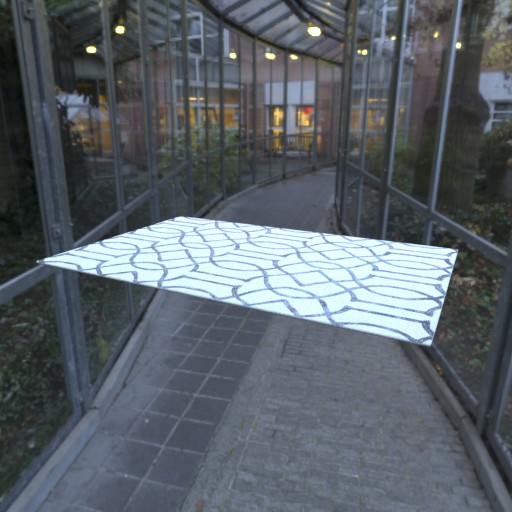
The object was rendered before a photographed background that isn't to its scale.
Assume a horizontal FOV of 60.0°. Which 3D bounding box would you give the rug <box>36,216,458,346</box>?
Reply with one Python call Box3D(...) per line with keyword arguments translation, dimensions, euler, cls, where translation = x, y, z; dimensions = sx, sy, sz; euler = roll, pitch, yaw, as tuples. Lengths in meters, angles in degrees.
Box3D(translation=(0.000, 0.000, 2.939), dimensions=(2.365, 0.017, 1.521), euler=(9, 19, 26), cls="rug")
